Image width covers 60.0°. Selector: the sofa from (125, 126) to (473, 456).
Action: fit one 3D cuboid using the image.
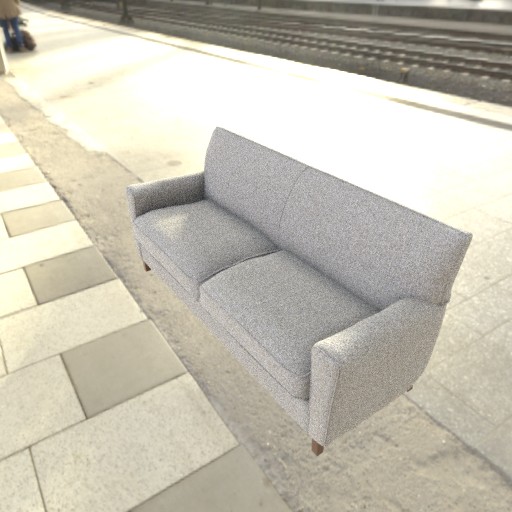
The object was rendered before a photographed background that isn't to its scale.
[{"bbox_3d":[0.000,0.000,2.567,0.854,0.942,2.026,-21,38,-30],"label":"sofa"}]
